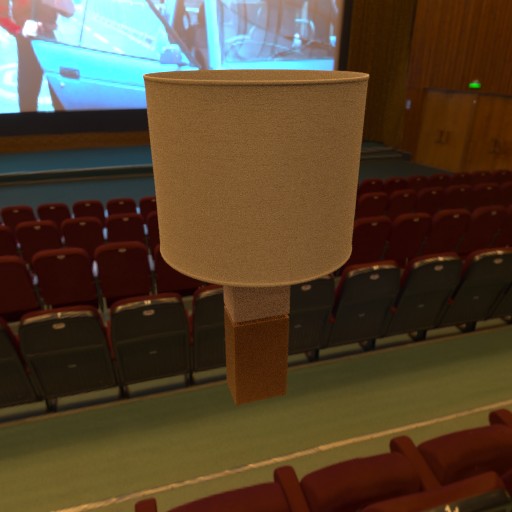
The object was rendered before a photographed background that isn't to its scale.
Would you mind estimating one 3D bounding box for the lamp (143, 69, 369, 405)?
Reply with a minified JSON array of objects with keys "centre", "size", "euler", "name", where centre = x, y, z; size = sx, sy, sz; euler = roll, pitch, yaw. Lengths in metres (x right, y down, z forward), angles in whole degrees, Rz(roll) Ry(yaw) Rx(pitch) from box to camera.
[{"centre":[0.000,0.000,0.548],"size":[0.229,0.417,0.229],"euler":[-7,26,-16],"name":"lamp"}]
